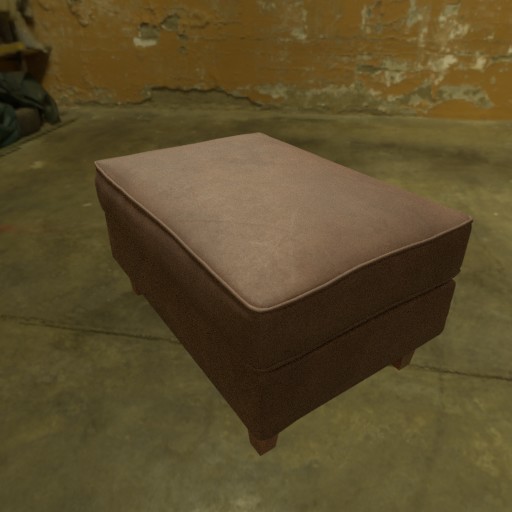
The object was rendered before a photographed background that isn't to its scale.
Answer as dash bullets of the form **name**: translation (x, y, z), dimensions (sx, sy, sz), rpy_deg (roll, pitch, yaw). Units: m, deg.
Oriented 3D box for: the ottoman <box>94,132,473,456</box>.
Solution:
- **ottoman**: translation (0.000, 0.000, 1.199), dimensions (0.596, 0.481, 0.860), rpy_deg (-19, 36, -29)
